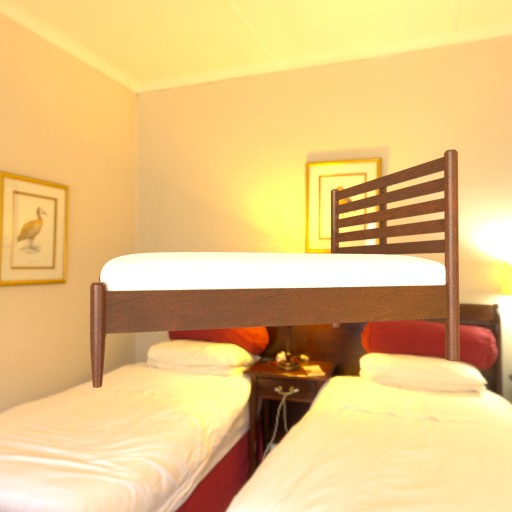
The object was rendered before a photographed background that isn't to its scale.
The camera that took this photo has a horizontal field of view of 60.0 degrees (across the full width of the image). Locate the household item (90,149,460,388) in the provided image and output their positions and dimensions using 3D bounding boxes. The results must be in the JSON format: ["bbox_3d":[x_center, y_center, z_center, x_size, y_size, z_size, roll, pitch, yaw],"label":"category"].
[{"bbox_3d":[0.000,0.000,3.286,2.232,1.356,1.663,0,-1,-18],"label":"household item"}]
